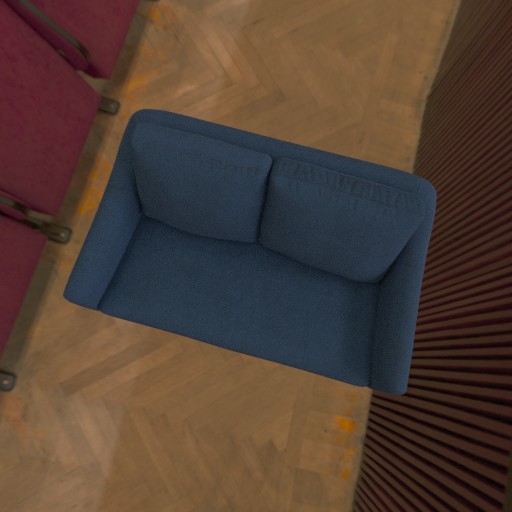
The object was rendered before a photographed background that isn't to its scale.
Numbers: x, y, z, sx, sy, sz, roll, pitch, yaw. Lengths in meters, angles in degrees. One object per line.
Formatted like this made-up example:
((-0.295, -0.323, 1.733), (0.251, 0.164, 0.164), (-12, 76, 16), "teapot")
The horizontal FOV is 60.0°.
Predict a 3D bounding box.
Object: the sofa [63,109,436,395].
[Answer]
((0.000, 0.000, 2.230), (1.619, 0.902, 0.960), (15, 77, 3), "sofa")
